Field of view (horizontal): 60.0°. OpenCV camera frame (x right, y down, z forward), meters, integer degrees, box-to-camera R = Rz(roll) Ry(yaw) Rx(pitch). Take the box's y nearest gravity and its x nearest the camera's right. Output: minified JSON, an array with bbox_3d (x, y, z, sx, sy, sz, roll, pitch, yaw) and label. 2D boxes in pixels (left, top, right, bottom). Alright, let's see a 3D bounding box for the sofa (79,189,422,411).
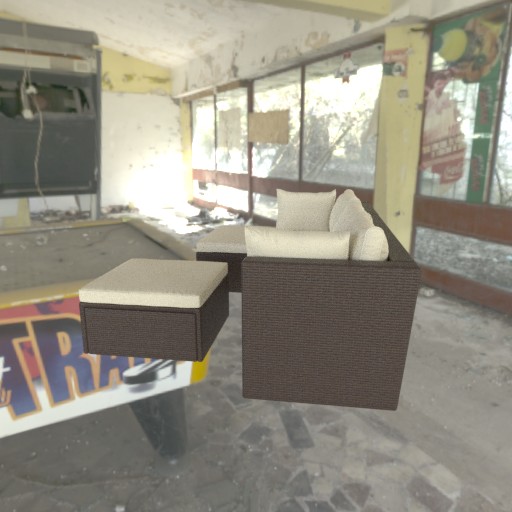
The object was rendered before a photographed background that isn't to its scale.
[{"bbox_3d":[0.000,0.000,2.905,1.612,0.766,2.192,2,14,8],"label":"sofa"}]
